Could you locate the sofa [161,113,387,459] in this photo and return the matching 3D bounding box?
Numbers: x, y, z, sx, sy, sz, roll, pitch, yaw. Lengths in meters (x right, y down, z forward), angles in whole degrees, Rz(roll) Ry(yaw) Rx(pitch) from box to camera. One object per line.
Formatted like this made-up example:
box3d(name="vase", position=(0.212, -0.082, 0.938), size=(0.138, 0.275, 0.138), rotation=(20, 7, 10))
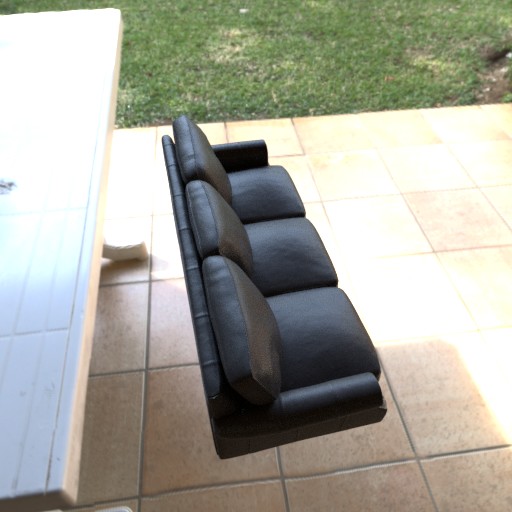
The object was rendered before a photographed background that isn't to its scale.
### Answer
box3d(name="sofa", position=(0.000, 0.000, 2.933), size=(0.974, 0.977, 2.387), rotation=(-10, 47, -9))
